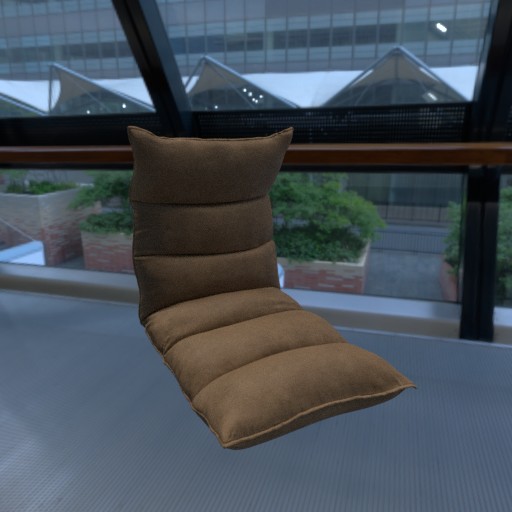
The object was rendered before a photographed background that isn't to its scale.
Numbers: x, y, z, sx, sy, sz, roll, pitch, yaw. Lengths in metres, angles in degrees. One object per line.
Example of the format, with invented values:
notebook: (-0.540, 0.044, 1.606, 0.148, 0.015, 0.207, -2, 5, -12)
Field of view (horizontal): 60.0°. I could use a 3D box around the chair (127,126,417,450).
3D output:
chair: (0.000, 0.000, 1.584, 0.714, 0.892, 0.985, -8, 18, -27)
